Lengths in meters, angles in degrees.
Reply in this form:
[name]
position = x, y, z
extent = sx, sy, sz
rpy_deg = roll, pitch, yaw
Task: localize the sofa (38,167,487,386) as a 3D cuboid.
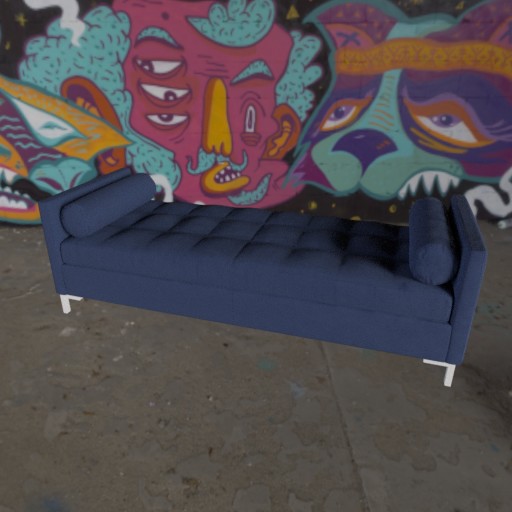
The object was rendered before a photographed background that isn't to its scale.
[sofa]
position = 0.000, 0.000, 2.412
extent = 2.102, 0.657, 0.797
rpy_deg = 7, 26, 16
